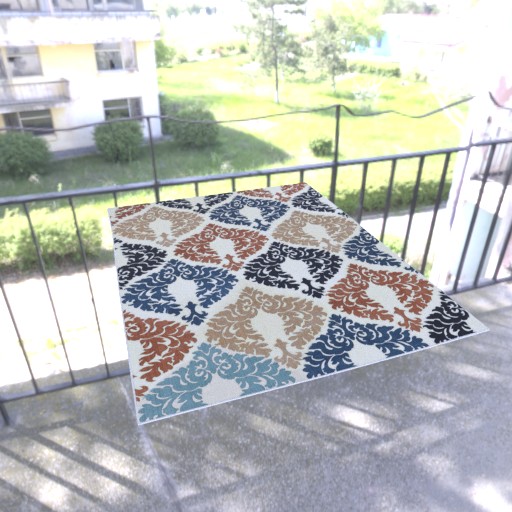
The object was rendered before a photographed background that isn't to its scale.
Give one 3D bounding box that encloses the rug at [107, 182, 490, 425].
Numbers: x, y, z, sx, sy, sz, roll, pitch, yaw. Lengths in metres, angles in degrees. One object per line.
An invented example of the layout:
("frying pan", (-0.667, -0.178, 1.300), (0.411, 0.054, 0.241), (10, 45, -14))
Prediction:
("rug", (0.000, 0.000, 3.983), (2.423, 0.014, 3.040), (-10, 32, -17))
